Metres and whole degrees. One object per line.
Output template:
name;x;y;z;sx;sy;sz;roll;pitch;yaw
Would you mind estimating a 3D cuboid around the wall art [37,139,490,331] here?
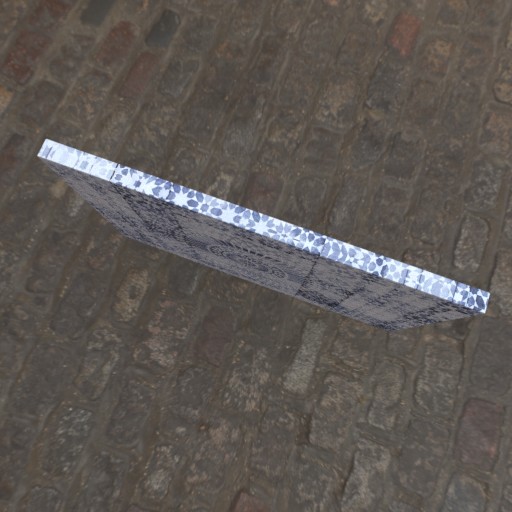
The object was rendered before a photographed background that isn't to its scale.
wall art;0.000;0.000;0.765;0.608;0.406;0.030;20;78;4
